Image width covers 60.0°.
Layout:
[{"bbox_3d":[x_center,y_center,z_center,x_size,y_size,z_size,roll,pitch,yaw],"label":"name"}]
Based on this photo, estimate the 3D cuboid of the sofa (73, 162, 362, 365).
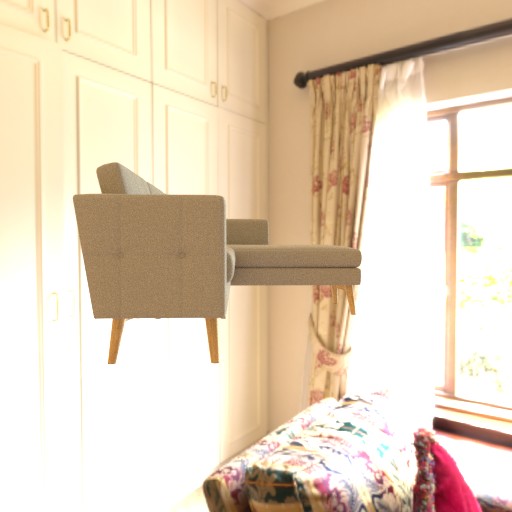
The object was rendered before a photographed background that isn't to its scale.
[{"bbox_3d":[0.000,0.000,2.783,1.530,0.860,2.040,0,2,-2],"label":"sofa"}]
